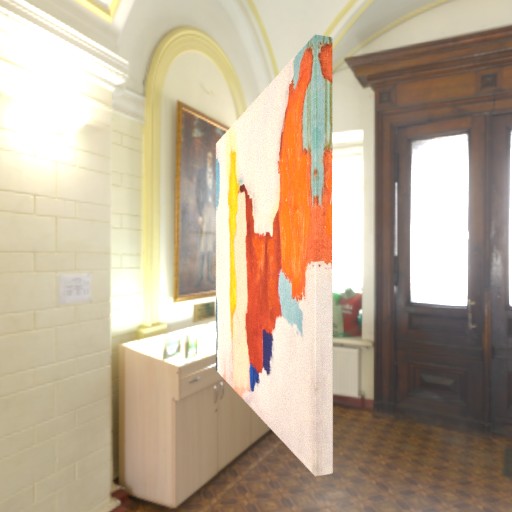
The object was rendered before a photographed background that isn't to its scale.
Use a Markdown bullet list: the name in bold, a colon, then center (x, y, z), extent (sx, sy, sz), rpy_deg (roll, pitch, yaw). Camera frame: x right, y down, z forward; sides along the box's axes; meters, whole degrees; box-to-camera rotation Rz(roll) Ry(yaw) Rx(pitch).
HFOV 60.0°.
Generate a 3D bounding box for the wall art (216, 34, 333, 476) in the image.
- **wall art**: center (0.000, 0.000, 1.206), extent (0.037, 0.814, 0.814), rpy_deg (0, 0, -18)
